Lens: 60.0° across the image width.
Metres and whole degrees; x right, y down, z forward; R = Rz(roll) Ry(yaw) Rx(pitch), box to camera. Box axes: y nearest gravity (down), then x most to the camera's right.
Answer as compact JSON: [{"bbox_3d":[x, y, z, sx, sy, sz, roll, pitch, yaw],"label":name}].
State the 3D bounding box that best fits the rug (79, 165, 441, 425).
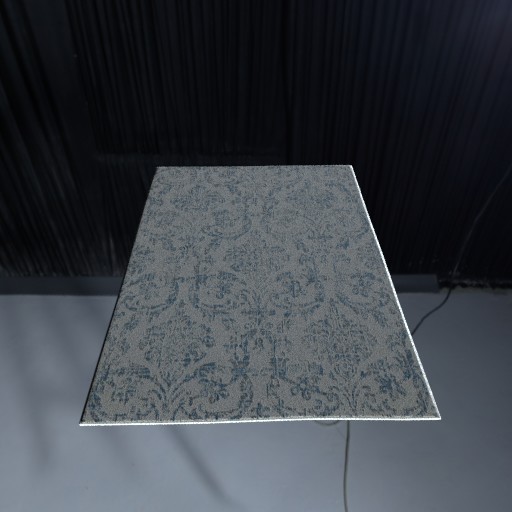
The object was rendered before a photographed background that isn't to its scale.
[{"bbox_3d":[0.000,0.000,2.760,1.586,0.014,2.197,-1,41,-1],"label":"rug"}]
